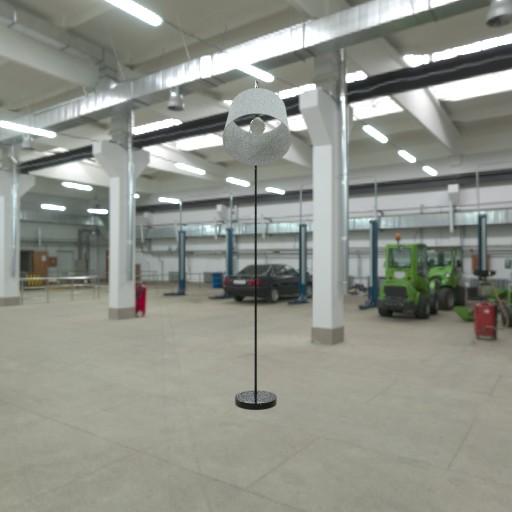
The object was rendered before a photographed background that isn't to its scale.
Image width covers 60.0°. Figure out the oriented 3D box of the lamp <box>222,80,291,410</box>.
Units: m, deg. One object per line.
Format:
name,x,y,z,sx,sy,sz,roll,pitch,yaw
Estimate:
lamp,0.000,0.000,2.667,0.331,2.104,1.363,0,-1,0
